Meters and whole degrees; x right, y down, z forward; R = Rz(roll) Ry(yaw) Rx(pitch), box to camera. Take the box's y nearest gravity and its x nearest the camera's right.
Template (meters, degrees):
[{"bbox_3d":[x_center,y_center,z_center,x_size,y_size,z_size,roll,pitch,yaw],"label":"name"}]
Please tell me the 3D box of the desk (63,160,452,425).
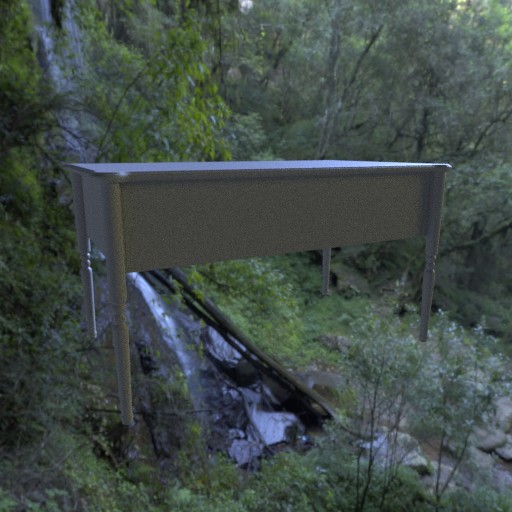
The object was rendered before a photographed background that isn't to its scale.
[{"bbox_3d":[0.000,0.000,1.873,1.380,0.762,0.807,-7,15,-27],"label":"desk"}]
